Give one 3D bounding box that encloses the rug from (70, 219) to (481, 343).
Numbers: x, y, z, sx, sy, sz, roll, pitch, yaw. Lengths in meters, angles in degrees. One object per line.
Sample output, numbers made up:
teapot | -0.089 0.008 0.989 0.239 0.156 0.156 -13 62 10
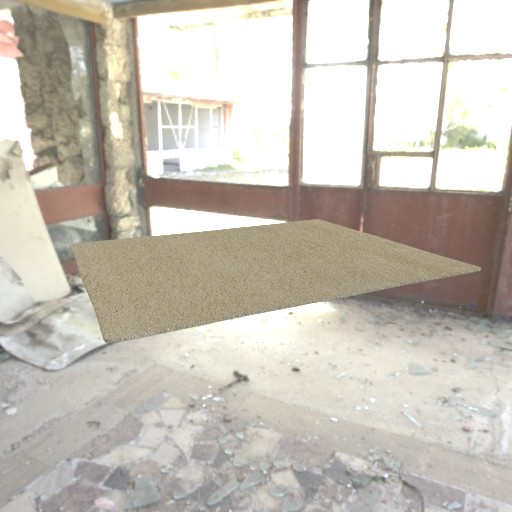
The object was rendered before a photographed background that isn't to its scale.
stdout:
rug | 0.000 0.000 4.056 3.001 0.025 2.401 -8 17 -25
